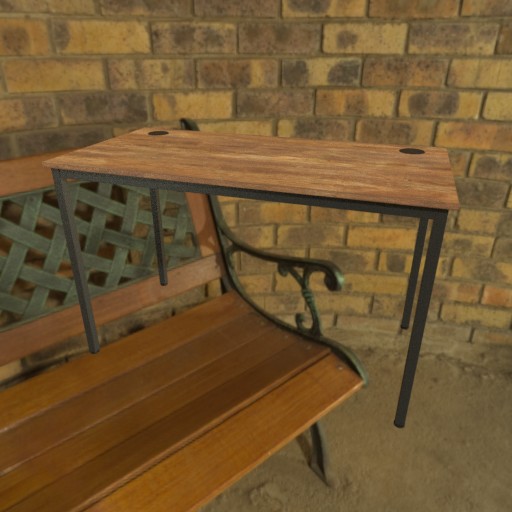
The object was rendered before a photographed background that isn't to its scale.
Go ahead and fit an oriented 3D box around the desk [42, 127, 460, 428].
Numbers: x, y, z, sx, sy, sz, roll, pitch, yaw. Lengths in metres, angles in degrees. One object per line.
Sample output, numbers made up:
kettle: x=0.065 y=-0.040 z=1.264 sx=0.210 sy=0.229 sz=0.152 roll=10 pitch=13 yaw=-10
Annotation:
desk: x=0.000 y=0.000 z=1.623 sx=1.200 sy=0.749 sz=0.600 roll=8 pitch=28 yaw=16
